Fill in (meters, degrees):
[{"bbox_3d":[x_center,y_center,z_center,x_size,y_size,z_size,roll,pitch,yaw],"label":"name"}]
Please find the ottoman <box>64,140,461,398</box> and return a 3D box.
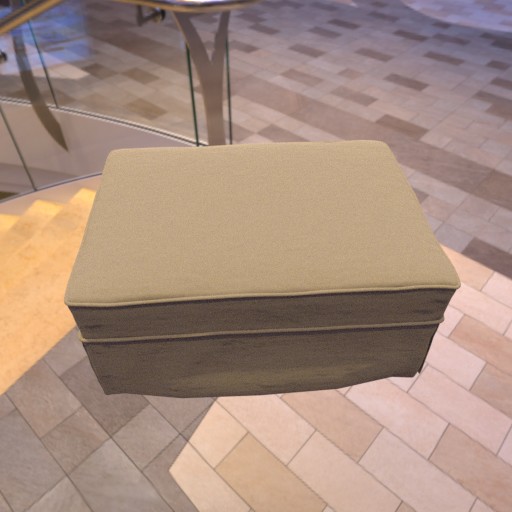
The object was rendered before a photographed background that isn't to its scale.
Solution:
[{"bbox_3d":[0.000,0.000,1.348,0.944,0.479,0.703,-3,45,-3],"label":"ottoman"}]
